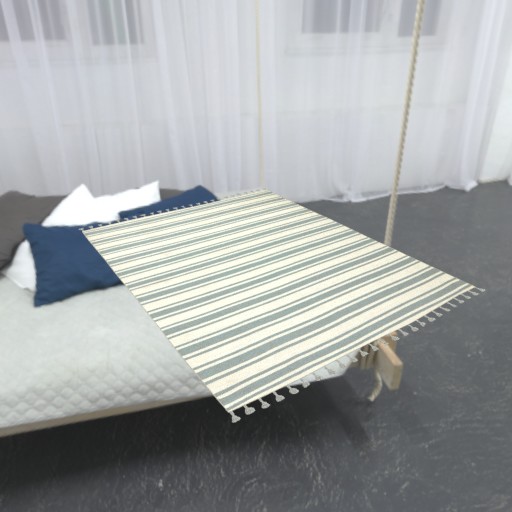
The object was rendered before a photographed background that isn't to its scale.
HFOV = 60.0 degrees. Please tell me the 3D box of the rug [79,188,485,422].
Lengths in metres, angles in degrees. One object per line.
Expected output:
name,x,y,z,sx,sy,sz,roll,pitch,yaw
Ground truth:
rug,0.000,0.000,4.179,2.439,0.005,3.201,-17,32,-30
